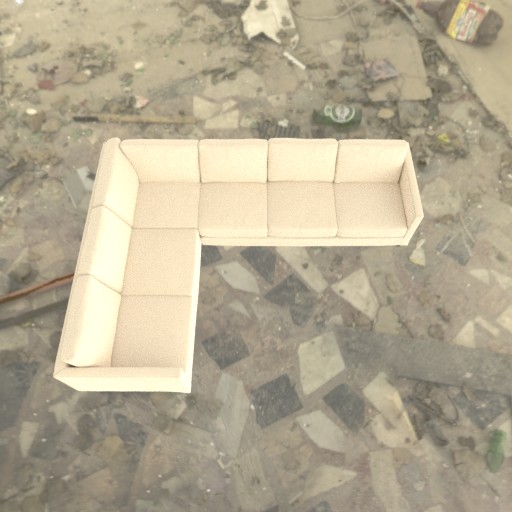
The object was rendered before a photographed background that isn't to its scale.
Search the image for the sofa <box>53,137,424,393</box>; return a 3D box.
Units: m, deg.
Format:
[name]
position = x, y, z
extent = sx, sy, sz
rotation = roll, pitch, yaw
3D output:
[sofa]
position = 0.000, 0.000, 4.237
extent = 3.182, 0.863, 2.432
rotation = 0, 62, 0
